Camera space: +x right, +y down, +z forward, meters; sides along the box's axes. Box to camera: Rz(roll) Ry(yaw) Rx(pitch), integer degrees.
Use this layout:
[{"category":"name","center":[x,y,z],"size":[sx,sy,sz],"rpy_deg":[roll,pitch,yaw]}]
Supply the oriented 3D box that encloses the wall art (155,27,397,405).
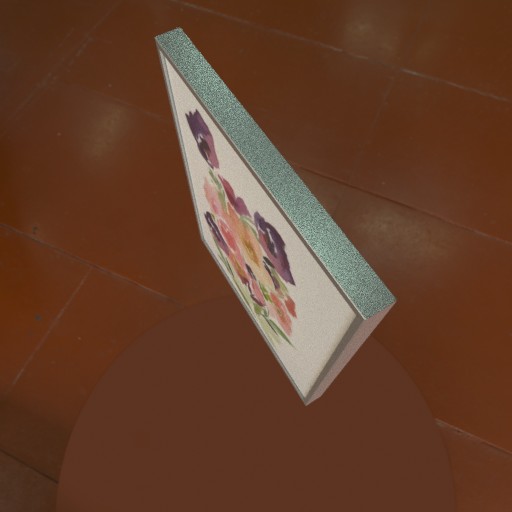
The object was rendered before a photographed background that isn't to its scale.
[{"category":"wall art","center":[0.000,0.000,0.745],"size":[0.038,0.549,0.452],"rpy_deg":[-28,67,-13]}]
